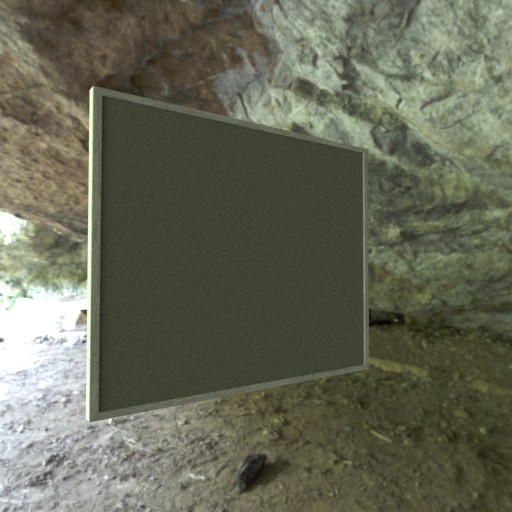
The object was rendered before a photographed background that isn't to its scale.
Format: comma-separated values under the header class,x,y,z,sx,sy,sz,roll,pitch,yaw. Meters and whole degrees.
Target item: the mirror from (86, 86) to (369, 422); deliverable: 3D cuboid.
class,x,y,z,sx,sy,sz,roll,pitch,yaw
mirror,0.000,0.000,1.153,0.839,0.689,0.028,1,-2,-35
